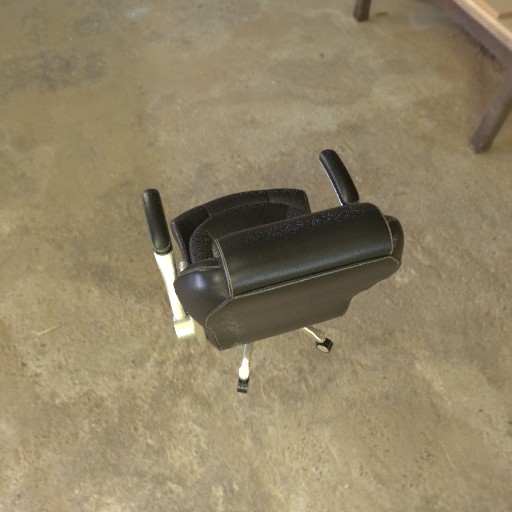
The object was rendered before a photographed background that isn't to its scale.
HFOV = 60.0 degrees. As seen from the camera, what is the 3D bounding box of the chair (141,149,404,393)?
[{"bbox_3d":[0.000,0.000,1.599,0.724,1.141,0.801,-14,59,-9],"label":"chair"}]
